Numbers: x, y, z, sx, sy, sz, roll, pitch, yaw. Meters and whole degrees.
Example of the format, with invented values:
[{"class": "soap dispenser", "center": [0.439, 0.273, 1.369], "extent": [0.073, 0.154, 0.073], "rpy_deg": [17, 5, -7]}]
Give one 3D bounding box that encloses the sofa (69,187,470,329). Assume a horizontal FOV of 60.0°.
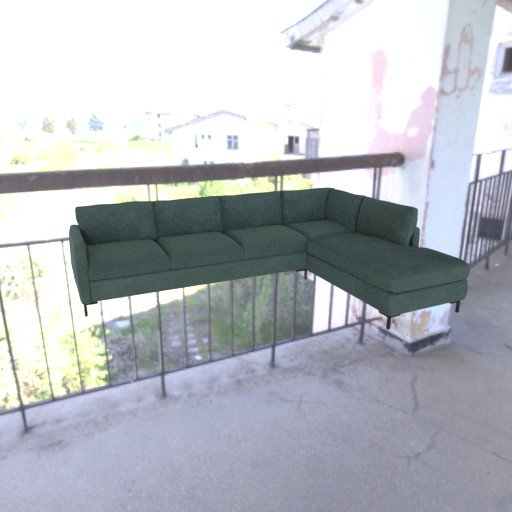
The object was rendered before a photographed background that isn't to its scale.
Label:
[{"class": "sofa", "center": [0.000, 0.000, 3.262], "extent": [2.486, 0.687, 1.707], "rpy_deg": [-8, 19, -24]}]
